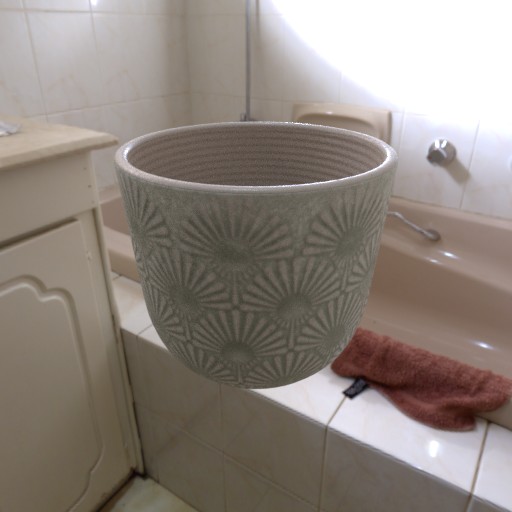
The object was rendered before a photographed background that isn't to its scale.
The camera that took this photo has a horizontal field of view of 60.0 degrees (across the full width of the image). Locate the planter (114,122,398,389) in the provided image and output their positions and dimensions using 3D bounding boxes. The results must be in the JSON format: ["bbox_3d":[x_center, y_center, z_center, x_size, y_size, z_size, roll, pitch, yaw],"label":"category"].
[{"bbox_3d":[0.000,0.000,0.308,0.170,0.152,0.170,0,27,0],"label":"planter"}]
